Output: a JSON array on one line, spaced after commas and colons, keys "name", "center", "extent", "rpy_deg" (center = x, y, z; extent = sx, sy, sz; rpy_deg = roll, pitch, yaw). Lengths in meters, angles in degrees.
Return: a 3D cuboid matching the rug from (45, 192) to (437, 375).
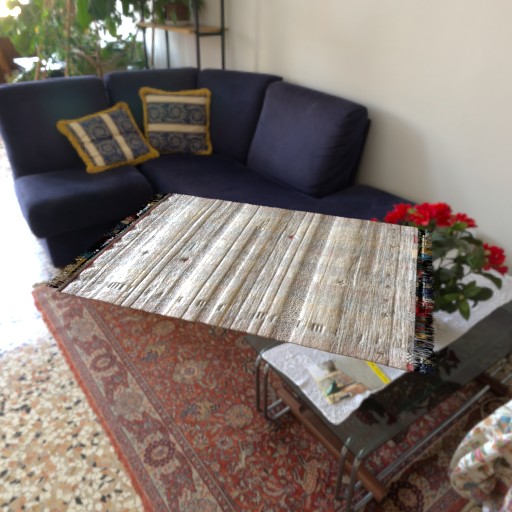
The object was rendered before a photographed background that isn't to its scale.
[{"name": "rug", "center": [0.000, 0.000, 2.411], "extent": [1.848, 0.012, 1.217], "rpy_deg": [10, 34, 15]}]
